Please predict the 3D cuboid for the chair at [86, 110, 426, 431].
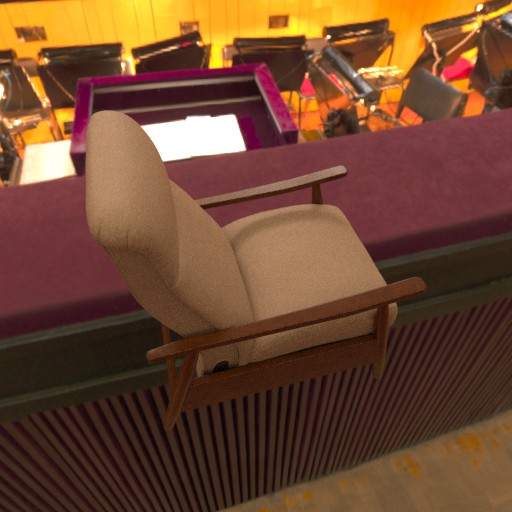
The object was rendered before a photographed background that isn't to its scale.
[{"bbox_3d":[0.000,0.000,1.751,1.030,1.082,0.762,-11,47,-10],"label":"chair"}]
